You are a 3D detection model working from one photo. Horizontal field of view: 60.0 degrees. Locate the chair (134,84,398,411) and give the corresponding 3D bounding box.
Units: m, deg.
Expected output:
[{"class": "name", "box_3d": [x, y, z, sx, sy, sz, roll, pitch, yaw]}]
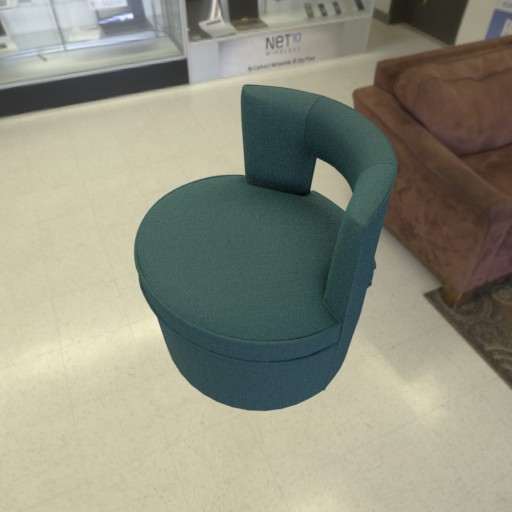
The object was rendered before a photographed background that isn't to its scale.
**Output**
[{"class": "chair", "box_3d": [0.000, 0.000, 1.264, 0.660, 0.711, 0.684, -16, 48, -15]}]
